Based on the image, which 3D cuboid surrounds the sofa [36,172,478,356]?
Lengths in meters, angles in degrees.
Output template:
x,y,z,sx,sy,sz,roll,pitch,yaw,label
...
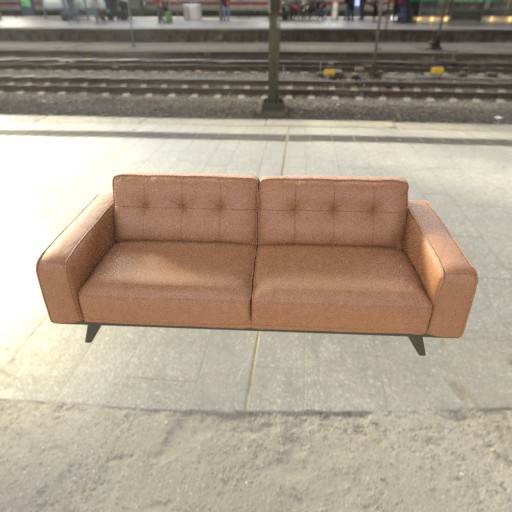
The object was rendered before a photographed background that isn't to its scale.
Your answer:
x,y,z,sx,sy,sz,roll,pitch,yaw,label
0.000,0.000,2.701,2.270,0.780,0.953,2,30,3,sofa
